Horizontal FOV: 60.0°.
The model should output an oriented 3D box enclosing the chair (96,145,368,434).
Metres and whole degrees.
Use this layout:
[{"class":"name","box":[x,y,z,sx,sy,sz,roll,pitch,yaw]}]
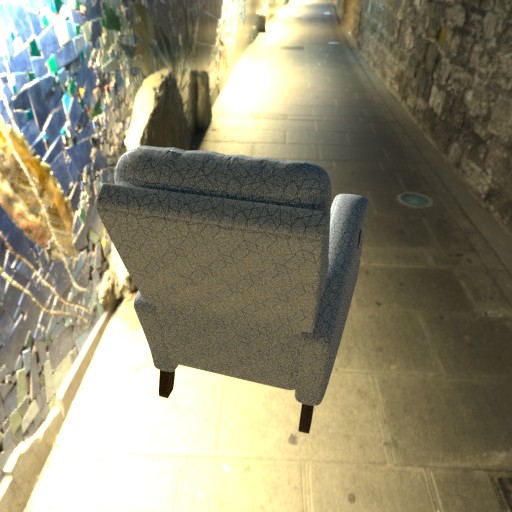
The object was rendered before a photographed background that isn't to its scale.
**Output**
[{"class":"chair","box":[0.000,0.000,1.769,0.796,1.064,0.995,9,34,14]}]
